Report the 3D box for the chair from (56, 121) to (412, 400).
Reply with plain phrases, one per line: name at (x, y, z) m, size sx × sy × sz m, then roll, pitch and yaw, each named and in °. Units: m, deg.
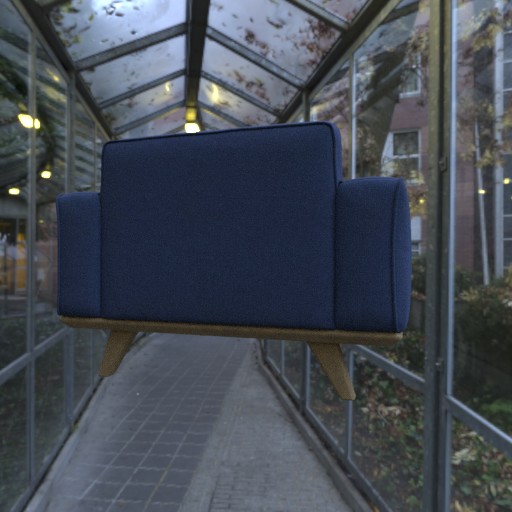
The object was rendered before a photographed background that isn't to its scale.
chair at (0.000, 0.000, 1.709) m, size 1.118 × 0.783 × 0.953 m, roll 0°, pitch 0°, yaw 18°
